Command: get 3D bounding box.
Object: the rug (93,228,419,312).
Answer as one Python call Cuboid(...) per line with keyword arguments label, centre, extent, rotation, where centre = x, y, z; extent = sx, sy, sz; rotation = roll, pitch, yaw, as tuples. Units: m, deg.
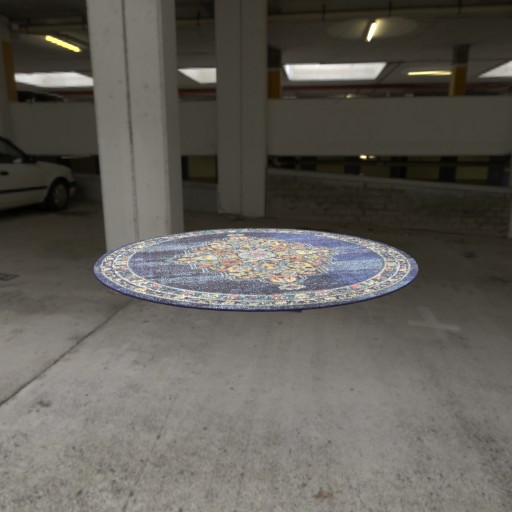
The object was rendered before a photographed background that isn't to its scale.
Cuboid(label="rug", centre=(0.000, 0.000, 2.300), extent=(1.591, 0.010, 1.591), rotation=(0, 14, 0))
